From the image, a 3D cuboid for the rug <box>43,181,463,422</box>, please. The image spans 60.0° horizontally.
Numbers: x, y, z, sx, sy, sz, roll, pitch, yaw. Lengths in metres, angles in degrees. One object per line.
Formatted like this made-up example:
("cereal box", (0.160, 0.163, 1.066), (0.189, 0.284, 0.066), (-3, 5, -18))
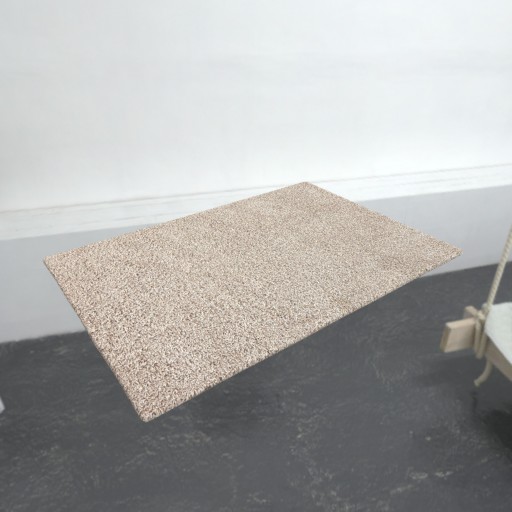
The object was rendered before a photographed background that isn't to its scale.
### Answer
("rug", (0.000, 0.000, 2.264), (1.778, 0.030, 1.219), (-21, 37, -31))
